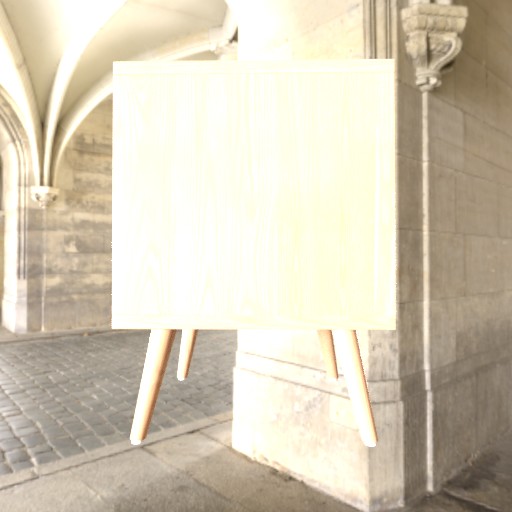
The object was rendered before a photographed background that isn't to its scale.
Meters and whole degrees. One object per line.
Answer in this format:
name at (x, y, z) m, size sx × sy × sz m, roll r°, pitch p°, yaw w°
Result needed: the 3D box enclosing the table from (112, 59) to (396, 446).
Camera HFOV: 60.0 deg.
table at (0.000, 0.000, 0.824) m, size 0.400 × 0.550 × 0.400 m, roll 0°, pitch -1°, yaw 1°
